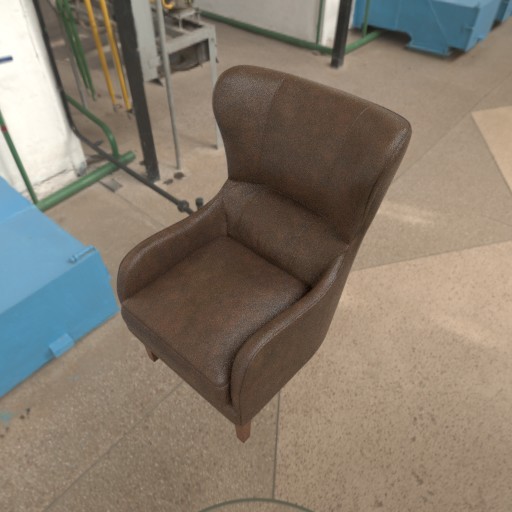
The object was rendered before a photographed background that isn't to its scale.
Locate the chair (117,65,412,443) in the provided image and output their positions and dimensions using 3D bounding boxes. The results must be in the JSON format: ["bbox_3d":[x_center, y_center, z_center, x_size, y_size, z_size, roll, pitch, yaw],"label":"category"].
[{"bbox_3d":[0.000,0.000,1.611,0.692,1.048,0.914,32,54,28],"label":"chair"}]
